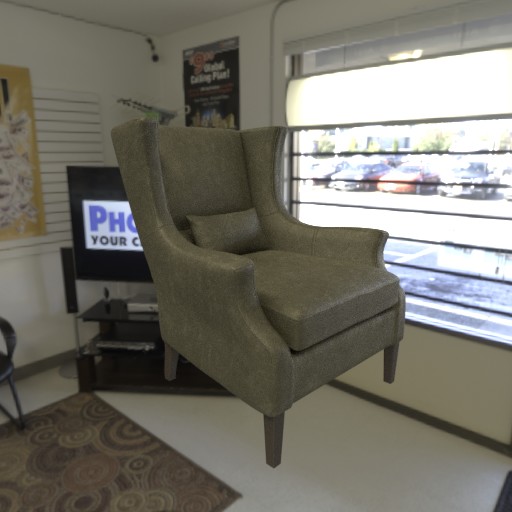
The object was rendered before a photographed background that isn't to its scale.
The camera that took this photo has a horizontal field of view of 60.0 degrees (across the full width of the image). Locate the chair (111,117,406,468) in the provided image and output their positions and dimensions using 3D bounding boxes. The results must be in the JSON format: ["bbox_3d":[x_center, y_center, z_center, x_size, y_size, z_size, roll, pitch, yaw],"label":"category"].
[{"bbox_3d":[0.000,0.000,1.722,0.926,1.016,0.853,12,18,43],"label":"chair"}]
